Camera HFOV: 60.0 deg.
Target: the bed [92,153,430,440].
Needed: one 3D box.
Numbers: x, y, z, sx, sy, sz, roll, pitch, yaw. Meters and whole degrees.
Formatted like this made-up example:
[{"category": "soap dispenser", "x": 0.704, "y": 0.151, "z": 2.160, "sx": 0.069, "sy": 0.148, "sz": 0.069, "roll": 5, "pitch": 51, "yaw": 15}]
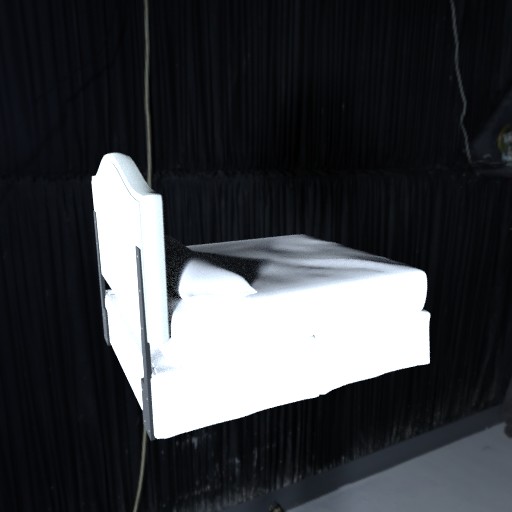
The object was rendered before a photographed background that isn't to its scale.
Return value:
[{"category": "bed", "x": 0.000, "y": 0.000, "z": 3.524, "sx": 2.180, "sy": 1.607, "sz": 1.813, "roll": -7, "pitch": 15, "yaw": -27}]
